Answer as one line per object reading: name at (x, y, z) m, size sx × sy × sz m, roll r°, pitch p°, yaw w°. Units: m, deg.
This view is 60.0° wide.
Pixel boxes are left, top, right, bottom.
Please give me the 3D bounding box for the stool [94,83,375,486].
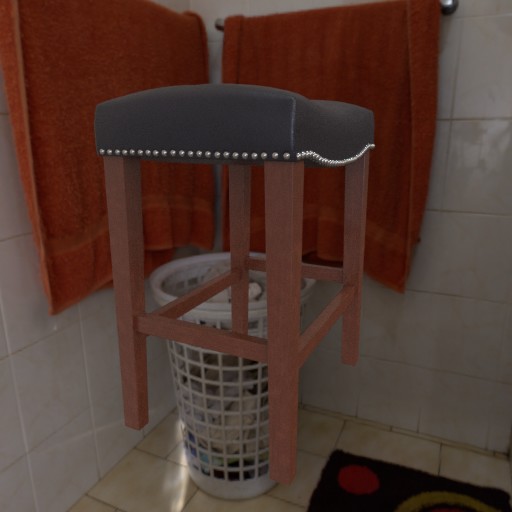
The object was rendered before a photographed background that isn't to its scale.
stool at (0.000, 0.000, 0.951) m, size 0.372 × 0.654 × 0.504 m, roll 8°, pitch 17°, yaw 25°
